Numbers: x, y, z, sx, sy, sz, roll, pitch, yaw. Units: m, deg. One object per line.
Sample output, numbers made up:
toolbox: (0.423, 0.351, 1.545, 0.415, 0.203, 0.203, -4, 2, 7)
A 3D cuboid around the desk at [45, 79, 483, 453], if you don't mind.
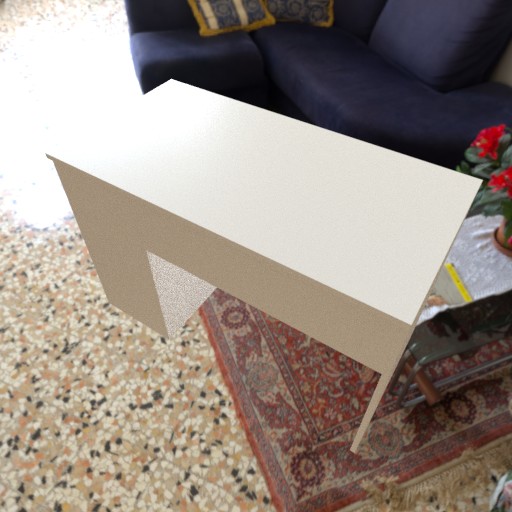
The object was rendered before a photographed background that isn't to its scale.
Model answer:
desk: (0.000, 0.000, 1.507, 1.097, 0.735, 0.560, 25, 52, 22)
